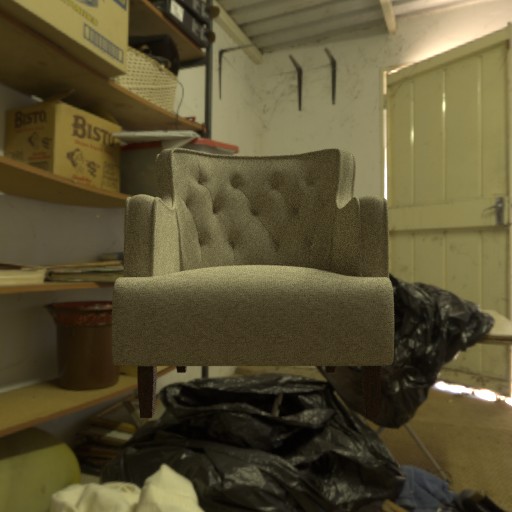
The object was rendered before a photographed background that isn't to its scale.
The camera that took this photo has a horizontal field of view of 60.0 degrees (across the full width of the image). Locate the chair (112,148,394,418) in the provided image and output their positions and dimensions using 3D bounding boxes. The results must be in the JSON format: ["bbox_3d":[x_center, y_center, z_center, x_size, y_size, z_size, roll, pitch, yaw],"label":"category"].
[{"bbox_3d":[0.000,0.000,1.648,0.820,0.920,0.910,0,0,0],"label":"chair"}]
